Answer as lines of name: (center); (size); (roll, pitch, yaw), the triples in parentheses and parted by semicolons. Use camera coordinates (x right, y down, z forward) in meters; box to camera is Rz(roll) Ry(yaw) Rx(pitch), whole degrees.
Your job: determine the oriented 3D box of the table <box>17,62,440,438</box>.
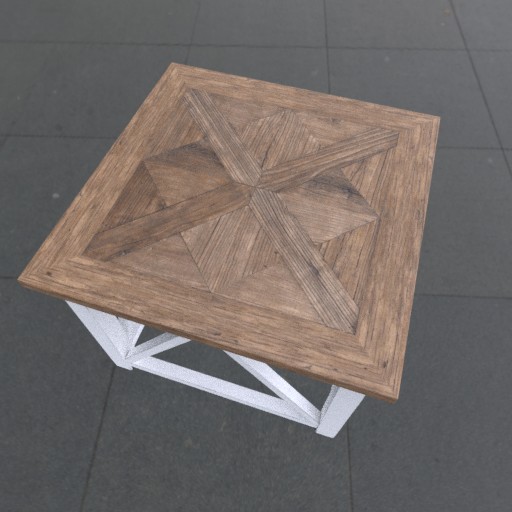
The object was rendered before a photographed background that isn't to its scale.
table: (0.000, 0.000, 1.161); (0.700, 0.532, 0.700); (15, 58, 10)
